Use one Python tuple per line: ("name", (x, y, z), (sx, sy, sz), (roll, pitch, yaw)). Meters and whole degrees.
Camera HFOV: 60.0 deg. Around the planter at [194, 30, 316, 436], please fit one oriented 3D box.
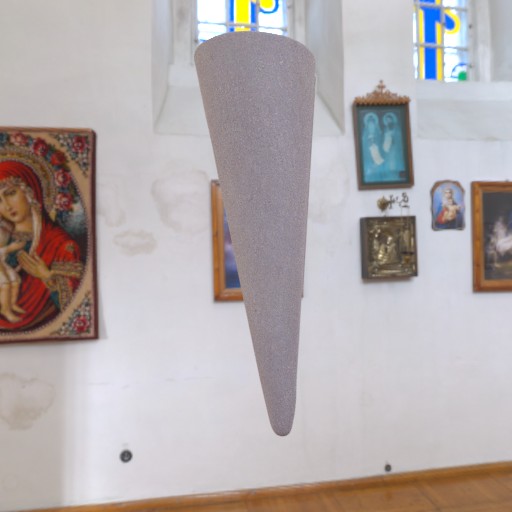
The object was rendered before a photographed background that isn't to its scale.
("planter", (0.000, 0.000, 0.295), (0.078, 0.259, 0.087), (0, -1, 36))
